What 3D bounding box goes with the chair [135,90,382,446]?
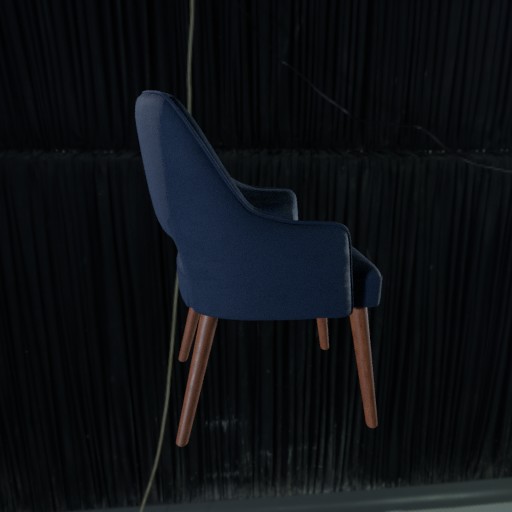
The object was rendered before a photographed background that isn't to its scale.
[{"bbox_3d":[0.000,0.000,1.225,0.591,0.844,0.559,-3,17,-8],"label":"chair"}]
